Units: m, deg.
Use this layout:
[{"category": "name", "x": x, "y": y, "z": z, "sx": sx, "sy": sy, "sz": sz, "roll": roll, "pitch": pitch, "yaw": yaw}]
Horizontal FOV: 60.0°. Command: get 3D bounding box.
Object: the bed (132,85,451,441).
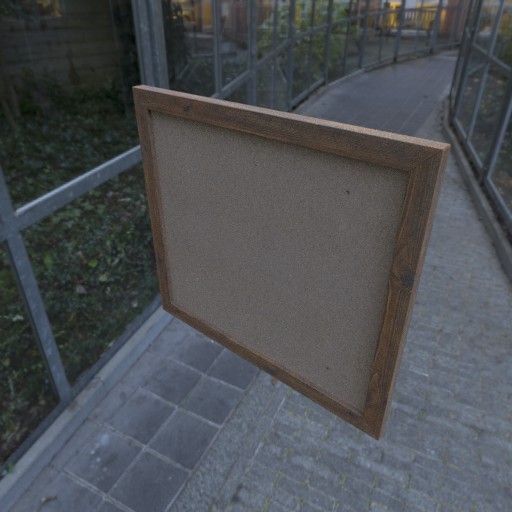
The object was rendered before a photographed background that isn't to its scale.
[{"category": "bed", "x": 0.000, "y": 0.000, "z": 1.459, "sx": 1.046, "sy": 0.942, "sz": 0.046, "roll": 23, "pitch": 38, "yaw": 33}]
